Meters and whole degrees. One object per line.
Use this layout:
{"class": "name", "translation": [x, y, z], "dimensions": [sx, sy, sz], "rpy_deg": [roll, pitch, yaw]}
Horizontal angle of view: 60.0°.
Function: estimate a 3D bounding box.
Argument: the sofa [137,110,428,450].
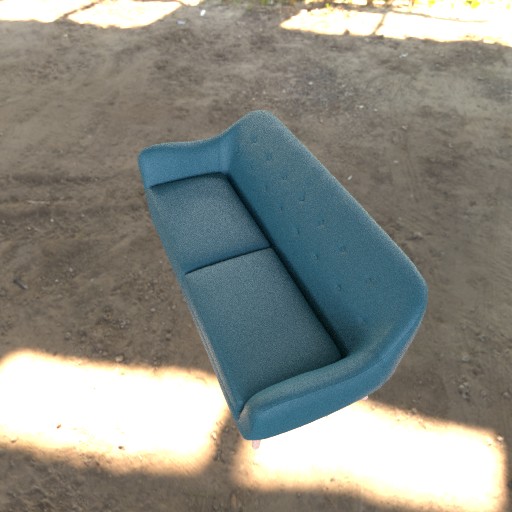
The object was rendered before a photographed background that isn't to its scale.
{"class": "sofa", "translation": [0.000, 0.000, 2.333], "dimensions": [0.820, 0.836, 1.840], "rpy_deg": [-17, 48, -16]}
